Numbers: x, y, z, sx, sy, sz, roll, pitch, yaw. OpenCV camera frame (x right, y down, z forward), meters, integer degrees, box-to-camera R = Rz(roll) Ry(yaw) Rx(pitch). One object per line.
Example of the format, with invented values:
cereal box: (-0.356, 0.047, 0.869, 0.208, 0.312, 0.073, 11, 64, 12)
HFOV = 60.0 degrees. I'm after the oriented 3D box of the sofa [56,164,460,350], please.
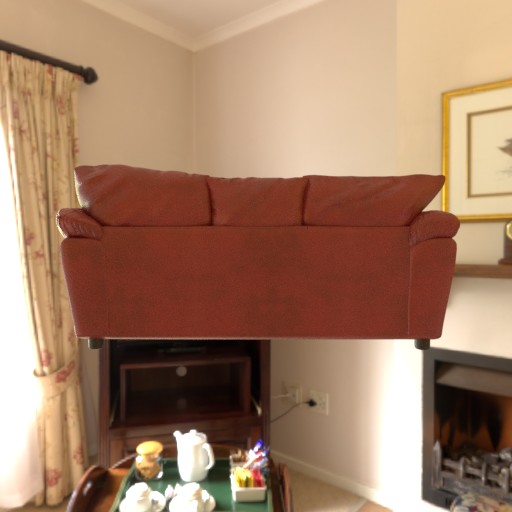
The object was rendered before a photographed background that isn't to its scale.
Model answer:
sofa: (0.000, 0.000, 2.884, 2.390, 1.091, 0.907, 0, 1, 0)
